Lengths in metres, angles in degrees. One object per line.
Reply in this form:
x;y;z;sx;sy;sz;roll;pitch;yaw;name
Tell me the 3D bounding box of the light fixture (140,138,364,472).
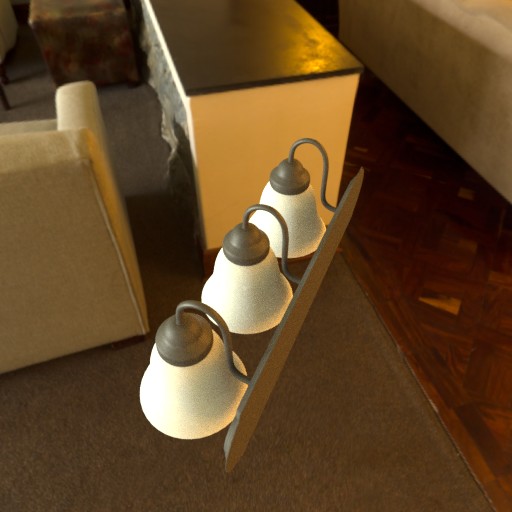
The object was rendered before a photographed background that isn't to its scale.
0.000;0.000;0.716;0.199;0.222;0.610;18;49;16;light fixture
